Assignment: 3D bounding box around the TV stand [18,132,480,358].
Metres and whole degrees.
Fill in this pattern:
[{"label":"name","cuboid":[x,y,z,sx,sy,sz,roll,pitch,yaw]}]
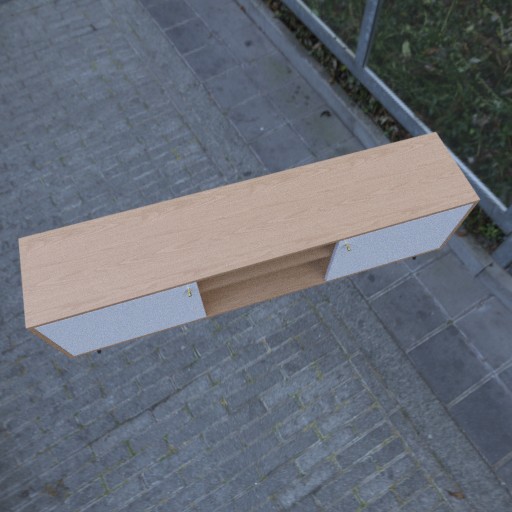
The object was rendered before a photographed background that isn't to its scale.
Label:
[{"label":"TV stand","cuboid":[0.000,0.000,1.970,1.760,0.580,0.400,-16,64,-8]}]
